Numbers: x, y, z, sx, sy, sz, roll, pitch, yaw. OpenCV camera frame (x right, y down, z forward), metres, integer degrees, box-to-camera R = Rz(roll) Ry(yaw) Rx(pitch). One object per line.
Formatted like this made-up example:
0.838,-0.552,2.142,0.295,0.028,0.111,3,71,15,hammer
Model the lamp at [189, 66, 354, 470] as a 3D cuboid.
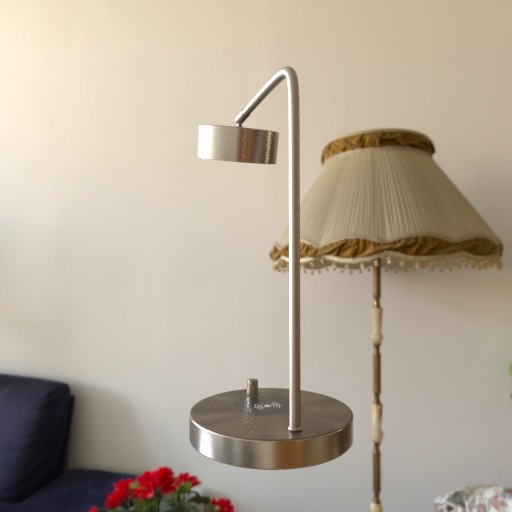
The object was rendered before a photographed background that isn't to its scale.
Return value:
0.000,0.000,0.644,0.211,0.469,0.334,1,-2,-18,lamp
